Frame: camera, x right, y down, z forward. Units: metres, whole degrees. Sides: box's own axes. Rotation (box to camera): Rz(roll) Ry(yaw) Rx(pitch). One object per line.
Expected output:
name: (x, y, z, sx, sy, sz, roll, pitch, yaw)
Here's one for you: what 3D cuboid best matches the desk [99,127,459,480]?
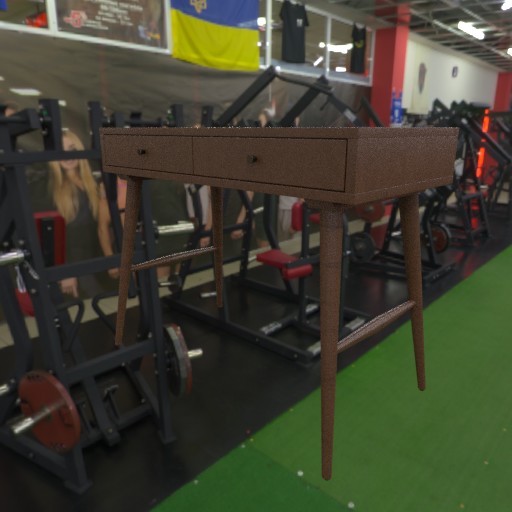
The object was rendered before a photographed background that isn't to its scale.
desk: (0.000, 0.000, 1.363, 0.949, 0.758, 0.510, 15, 22, 42)
